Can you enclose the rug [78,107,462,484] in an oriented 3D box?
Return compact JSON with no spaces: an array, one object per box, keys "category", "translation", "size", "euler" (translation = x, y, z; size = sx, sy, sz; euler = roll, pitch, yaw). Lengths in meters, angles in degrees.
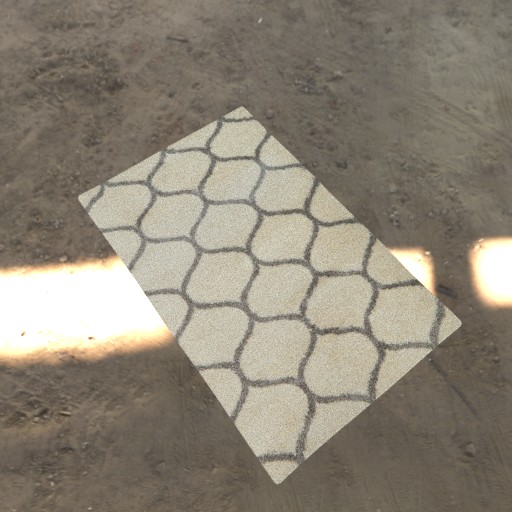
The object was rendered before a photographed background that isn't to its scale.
[{"category":"rug","translation":[0.000,0.000,3.018],"size":[1.501,0.024,2.348],"euler":[-34,68,-16]}]
